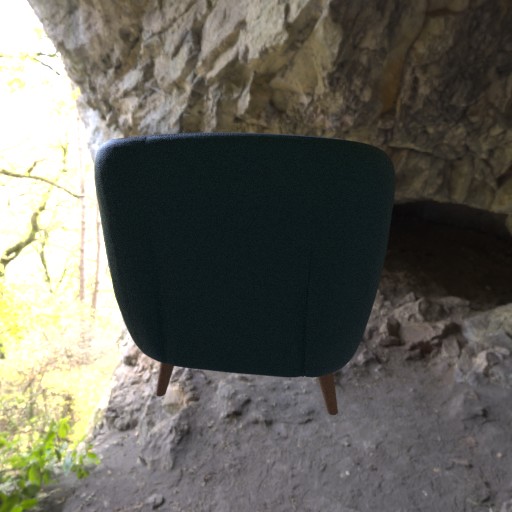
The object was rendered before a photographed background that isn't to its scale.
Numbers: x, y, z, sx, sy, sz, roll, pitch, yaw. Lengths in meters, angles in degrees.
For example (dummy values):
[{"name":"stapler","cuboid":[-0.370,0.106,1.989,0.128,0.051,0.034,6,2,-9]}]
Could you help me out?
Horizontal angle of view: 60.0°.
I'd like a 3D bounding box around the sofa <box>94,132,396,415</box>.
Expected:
[{"name":"sofa","cuboid":[0.000,0.000,1.475,0.836,0.817,0.825,3,18,9]}]
